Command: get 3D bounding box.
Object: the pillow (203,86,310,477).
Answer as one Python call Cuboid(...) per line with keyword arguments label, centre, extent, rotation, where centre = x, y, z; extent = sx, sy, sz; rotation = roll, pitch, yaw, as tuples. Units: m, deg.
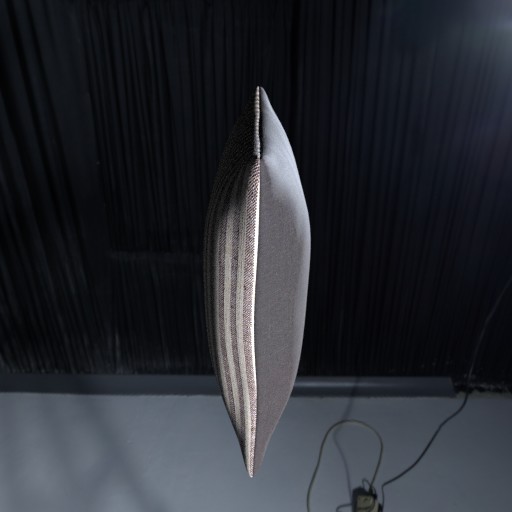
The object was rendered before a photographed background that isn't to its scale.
Cuboid(label="pillow", centre=(0.000, 0.000, 0.790), extent=(0.166, 0.506, 0.523), rotation=(0, 29, 0))
